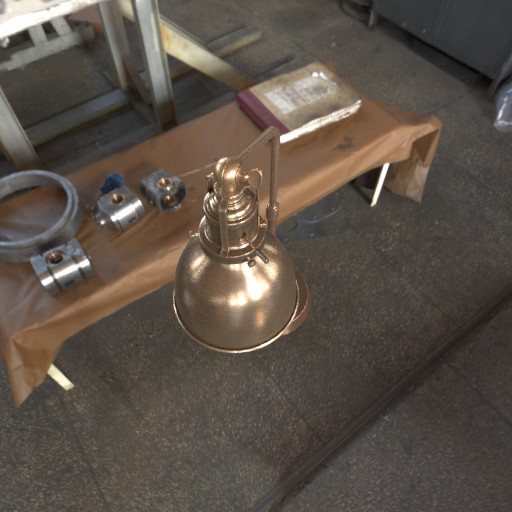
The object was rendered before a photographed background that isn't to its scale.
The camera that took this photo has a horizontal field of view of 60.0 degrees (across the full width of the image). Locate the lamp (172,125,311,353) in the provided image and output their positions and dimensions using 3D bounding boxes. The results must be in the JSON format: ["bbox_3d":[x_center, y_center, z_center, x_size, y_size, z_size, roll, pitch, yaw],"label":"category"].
[{"bbox_3d":[0.000,0.000,0.575,0.153,0.456,0.286,16,58,11],"label":"lamp"}]
